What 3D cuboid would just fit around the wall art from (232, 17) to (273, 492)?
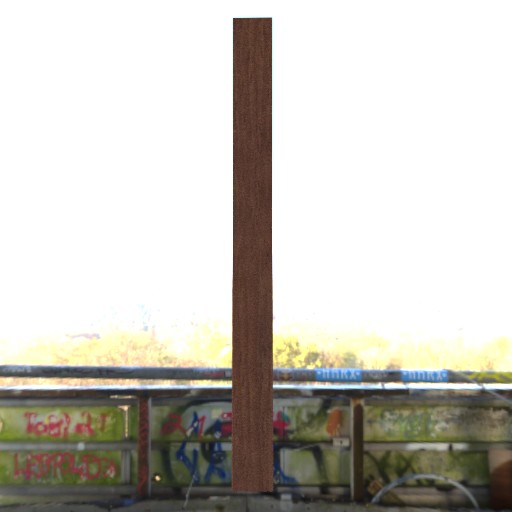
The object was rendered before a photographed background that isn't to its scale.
[{"bbox_3d":[0.000,0.000,0.609,0.039,0.449,0.377,0,-1,1],"label":"wall art"}]
